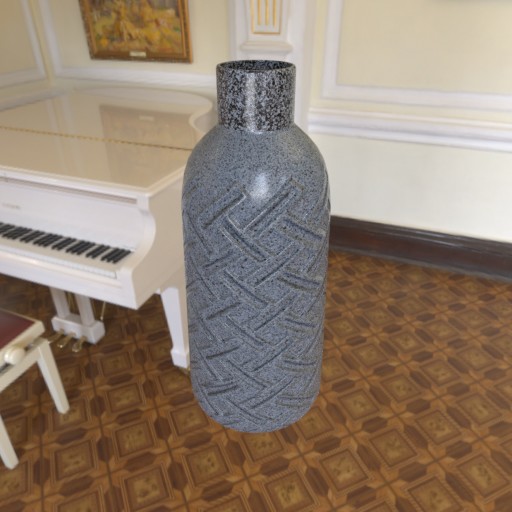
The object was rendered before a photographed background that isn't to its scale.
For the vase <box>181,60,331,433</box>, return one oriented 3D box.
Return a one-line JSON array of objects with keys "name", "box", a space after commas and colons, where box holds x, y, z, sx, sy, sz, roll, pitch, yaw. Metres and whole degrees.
[{"name": "vase", "box": [0.000, 0.000, 0.353, 0.122, 0.282, 0.122, 0, 31, 0]}]
